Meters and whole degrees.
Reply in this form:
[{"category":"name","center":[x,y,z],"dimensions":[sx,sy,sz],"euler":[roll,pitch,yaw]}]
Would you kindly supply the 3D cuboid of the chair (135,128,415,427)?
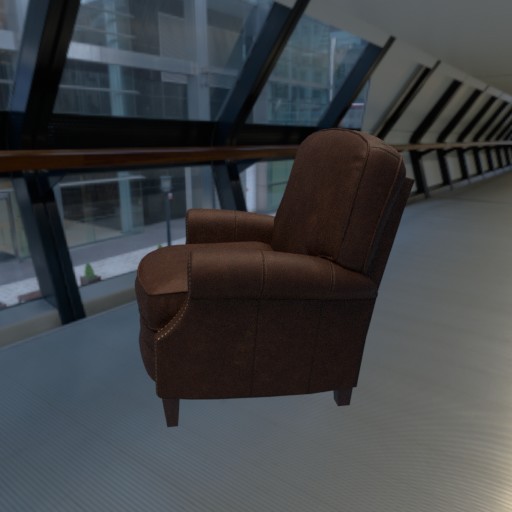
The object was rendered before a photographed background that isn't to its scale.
[{"category":"chair","center":[0.000,0.000,1.837],"dimensions":[0.986,1.018,0.936],"euler":[-2,16,-9]}]
